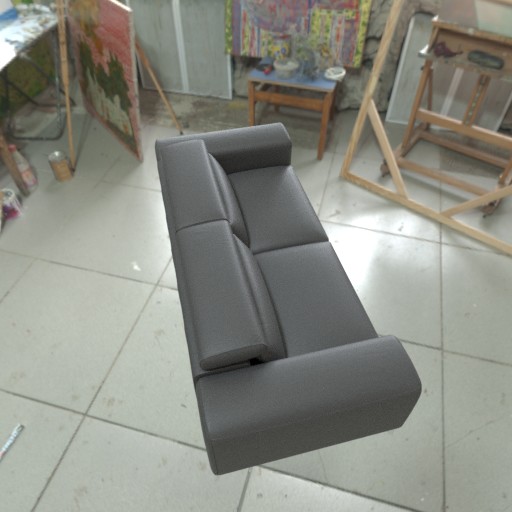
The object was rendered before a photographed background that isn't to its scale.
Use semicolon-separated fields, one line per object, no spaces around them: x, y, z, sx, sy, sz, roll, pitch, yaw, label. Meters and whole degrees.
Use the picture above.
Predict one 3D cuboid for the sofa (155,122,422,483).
0.000;0.000;2.806;1.023;0.759;2.321;-10;48;-9;sofa
